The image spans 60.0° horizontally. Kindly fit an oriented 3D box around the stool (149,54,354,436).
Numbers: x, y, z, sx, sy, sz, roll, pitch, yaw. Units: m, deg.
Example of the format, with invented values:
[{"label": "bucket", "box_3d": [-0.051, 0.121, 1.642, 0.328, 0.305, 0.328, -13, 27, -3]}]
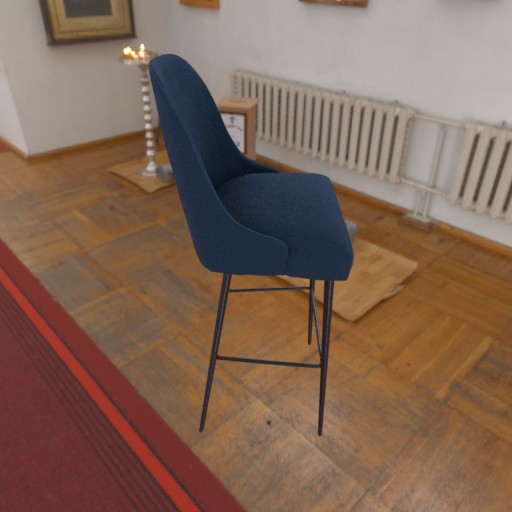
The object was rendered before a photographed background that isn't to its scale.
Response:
[{"label": "stool", "box_3d": [0.000, 0.000, 1.319, 0.489, 1.079, 0.527, 1, 31, 1]}]
